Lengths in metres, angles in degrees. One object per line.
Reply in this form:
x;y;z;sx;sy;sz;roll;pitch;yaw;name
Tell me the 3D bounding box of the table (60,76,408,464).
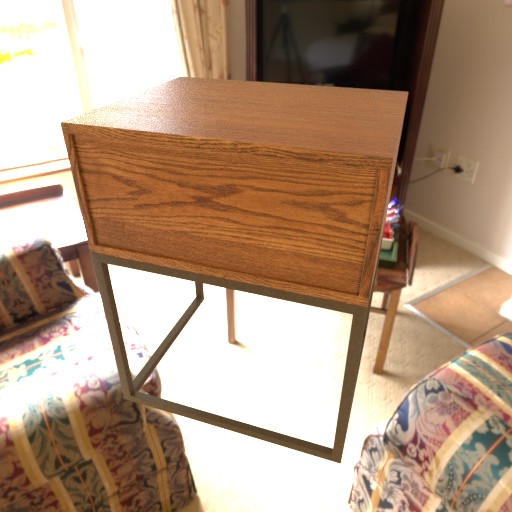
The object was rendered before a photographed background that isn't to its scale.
0.000;0.000;0.916;0.482;0.610;0.400;10;33;16;table
